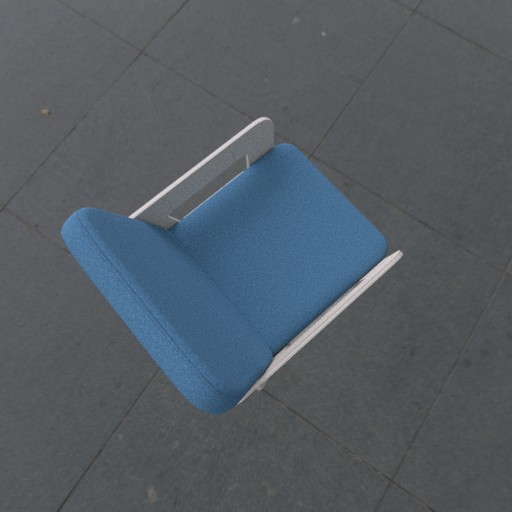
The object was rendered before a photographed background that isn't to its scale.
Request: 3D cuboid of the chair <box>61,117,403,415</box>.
[{"bbox_3d":[0.000,0.000,1.211,0.657,0.747,0.547,-40,78,-10],"label":"chair"}]
